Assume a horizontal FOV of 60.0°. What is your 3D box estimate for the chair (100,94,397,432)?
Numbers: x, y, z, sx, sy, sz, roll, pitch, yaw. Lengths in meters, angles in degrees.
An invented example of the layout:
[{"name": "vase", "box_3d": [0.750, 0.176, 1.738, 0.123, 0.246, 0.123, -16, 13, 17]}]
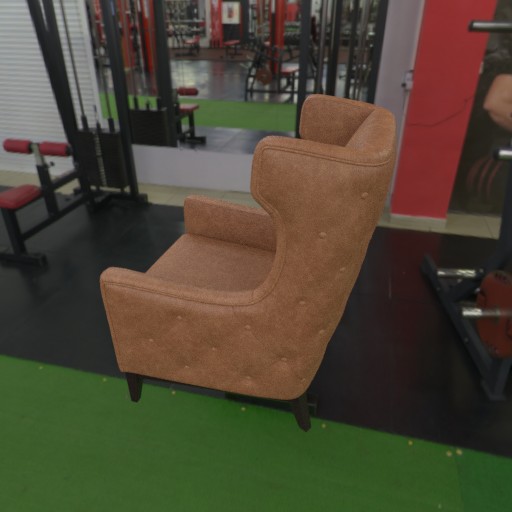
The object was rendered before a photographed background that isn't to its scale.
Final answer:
[{"name": "chair", "box_3d": [0.000, 0.000, 1.680, 0.899, 1.079, 0.766, 8, 31, 14]}]
